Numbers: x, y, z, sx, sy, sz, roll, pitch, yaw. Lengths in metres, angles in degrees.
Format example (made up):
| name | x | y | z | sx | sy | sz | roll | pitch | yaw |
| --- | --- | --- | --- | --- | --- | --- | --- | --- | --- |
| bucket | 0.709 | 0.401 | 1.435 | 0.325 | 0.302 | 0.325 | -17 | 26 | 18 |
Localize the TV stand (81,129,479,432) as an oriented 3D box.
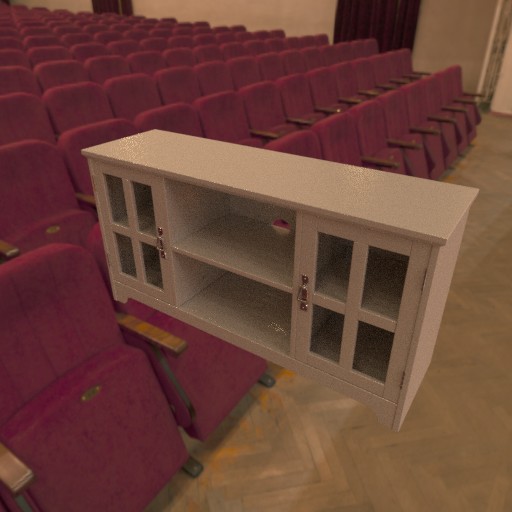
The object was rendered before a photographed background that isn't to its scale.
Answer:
| name | x | y | z | sx | sy | sz | roll | pitch | yaw |
| --- | --- | --- | --- | --- | --- | --- | --- | --- | --- |
| TV stand | 0.000 | 0.000 | 1.457 | 1.167 | 0.603 | 0.344 | 18 | 34 | 29 |
